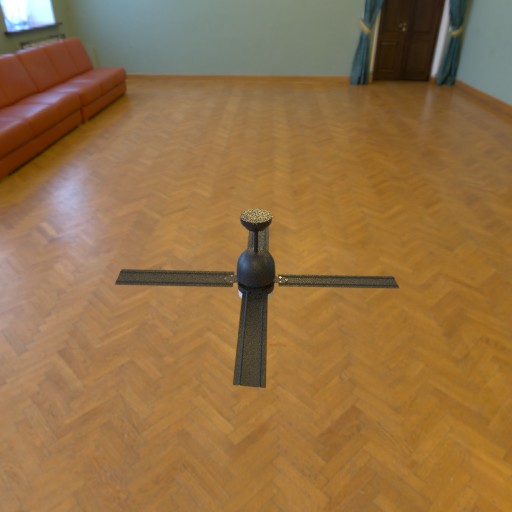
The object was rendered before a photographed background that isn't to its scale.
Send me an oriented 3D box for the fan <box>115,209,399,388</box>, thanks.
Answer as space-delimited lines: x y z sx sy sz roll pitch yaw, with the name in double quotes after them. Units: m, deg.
0.000 0.000 2.031 1.319 0.410 1.319 0 31 0 "fan"
